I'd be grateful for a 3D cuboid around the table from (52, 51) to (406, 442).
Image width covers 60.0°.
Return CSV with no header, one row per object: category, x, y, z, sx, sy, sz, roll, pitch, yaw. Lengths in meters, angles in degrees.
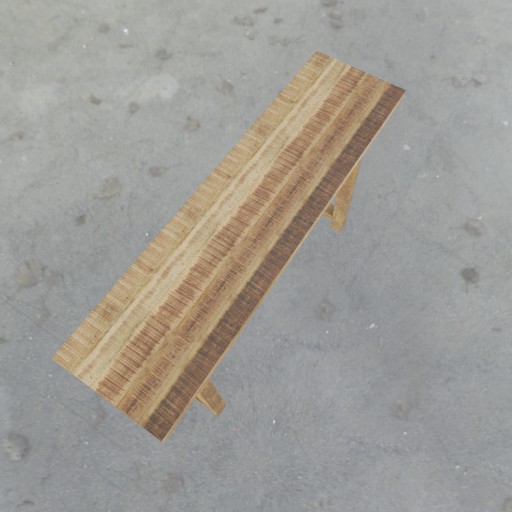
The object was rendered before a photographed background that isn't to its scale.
table,0.000,0.000,1.869,0.405,0.810,1.524,31,68,14
